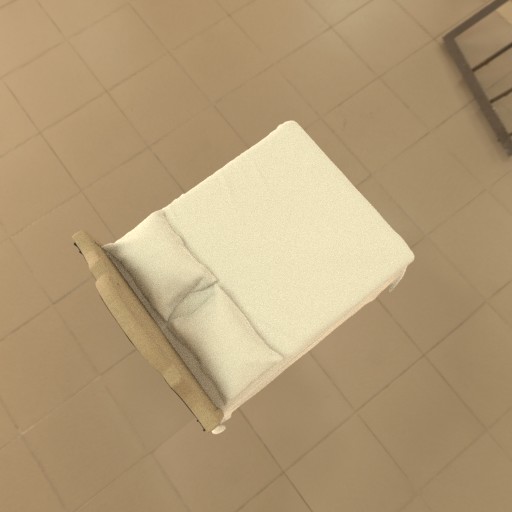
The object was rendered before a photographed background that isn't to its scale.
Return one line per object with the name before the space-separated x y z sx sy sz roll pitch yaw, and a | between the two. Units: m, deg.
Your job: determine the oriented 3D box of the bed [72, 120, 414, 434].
bed | 0.000 0.000 3.403 2.222 1.634 1.780 -37 78 -9
